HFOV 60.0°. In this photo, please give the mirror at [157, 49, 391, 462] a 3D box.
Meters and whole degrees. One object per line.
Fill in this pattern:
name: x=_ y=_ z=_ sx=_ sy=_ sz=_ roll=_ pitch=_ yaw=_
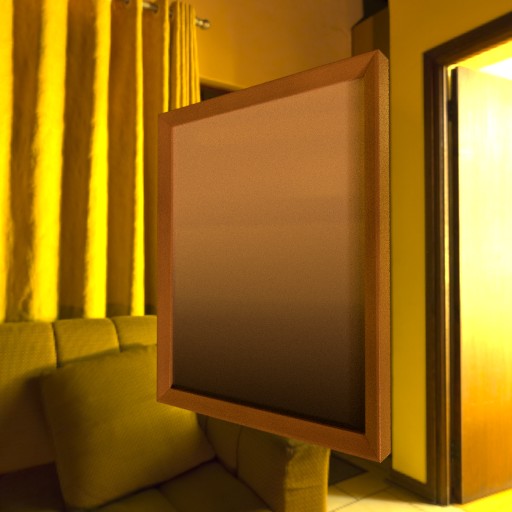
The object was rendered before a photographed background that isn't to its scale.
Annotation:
mirror: x=0.000 y=0.000 z=0.680 sx=0.406 sy=0.509 sz=0.041 roll=-1 pitch=-1 yaw=36
